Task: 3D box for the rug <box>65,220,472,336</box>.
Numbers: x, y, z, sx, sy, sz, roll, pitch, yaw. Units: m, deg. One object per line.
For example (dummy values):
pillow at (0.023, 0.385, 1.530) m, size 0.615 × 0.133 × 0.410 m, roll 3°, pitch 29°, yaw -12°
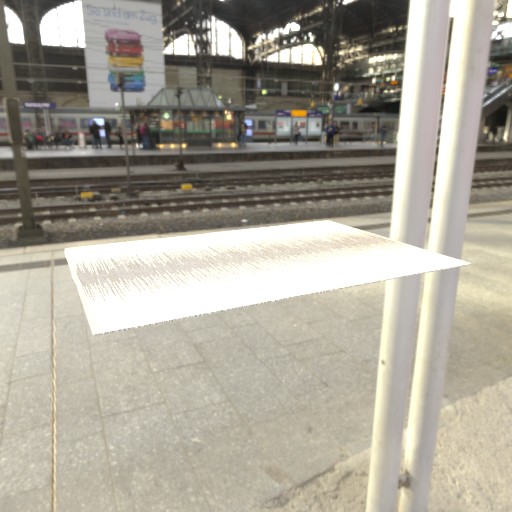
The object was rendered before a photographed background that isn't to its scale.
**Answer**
rug at (0.000, 0.000, 2.356) m, size 1.815 × 0.007 × 1.226 m, roll -8°, pitch 18°, yaw -25°
